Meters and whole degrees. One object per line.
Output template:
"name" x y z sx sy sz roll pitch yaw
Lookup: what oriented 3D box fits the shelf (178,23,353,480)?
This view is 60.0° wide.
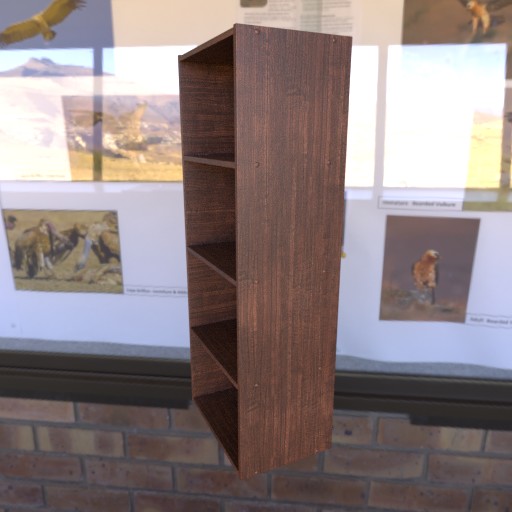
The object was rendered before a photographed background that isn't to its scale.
"shelf" 0.000 0.000 1.269 0.290 1.099 0.415 -7 17 -25
